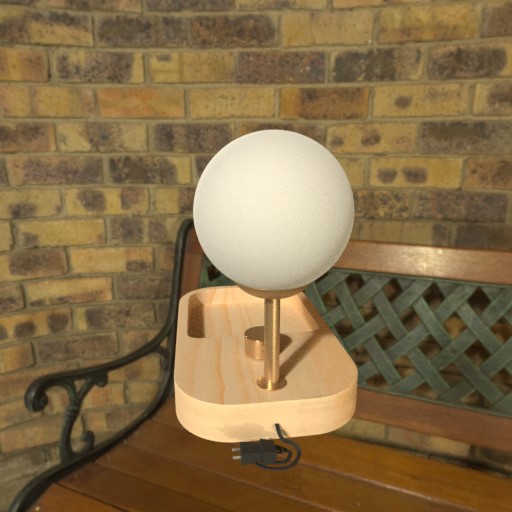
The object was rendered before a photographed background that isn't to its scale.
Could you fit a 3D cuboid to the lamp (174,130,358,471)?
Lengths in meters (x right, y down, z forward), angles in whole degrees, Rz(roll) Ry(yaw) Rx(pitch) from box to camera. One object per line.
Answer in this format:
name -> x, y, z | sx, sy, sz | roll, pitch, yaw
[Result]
lamp -> 0.000, 0.000, 0.465 | 0.173, 0.253, 0.331 | -2, 15, -8
